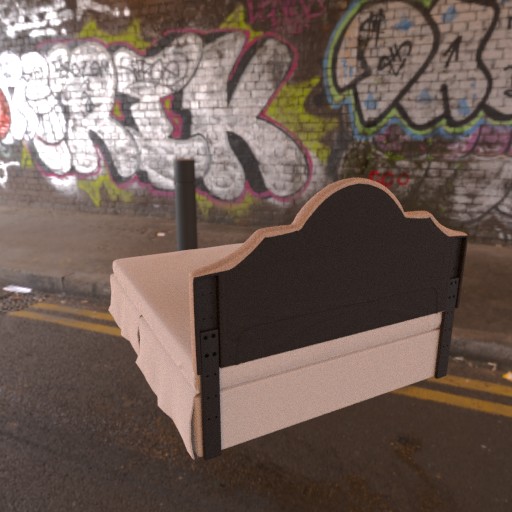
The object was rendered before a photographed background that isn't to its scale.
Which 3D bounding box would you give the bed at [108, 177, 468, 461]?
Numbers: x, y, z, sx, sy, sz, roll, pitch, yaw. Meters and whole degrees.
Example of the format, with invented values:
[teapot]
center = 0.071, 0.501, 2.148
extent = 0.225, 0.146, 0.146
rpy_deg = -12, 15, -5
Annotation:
[bed]
center = 0.000, 0.000, 2.948
extent = 1.667, 1.194, 1.970
rpy_deg = -8, 17, -27
